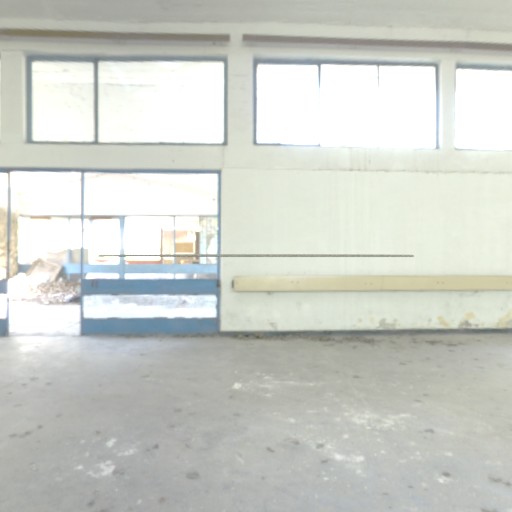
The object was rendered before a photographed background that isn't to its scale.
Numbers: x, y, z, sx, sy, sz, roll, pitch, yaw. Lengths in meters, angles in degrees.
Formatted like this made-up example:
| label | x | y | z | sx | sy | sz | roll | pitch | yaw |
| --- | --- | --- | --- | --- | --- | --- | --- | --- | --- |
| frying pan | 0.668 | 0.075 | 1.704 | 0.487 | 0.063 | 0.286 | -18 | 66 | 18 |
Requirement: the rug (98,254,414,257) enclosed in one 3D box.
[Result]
| label | x | y | z | sx | sy | sz | roll | pitch | yaw |
| --- | --- | --- | --- | --- | --- | --- | --- | --- | --- |
| rug | 0.000 | 0.000 | 3.543 | 2.382 | 0.014 | 2.382 | 0 | 0 | 0 |
